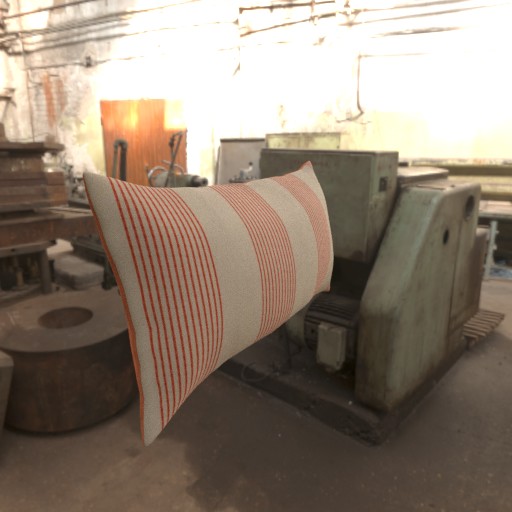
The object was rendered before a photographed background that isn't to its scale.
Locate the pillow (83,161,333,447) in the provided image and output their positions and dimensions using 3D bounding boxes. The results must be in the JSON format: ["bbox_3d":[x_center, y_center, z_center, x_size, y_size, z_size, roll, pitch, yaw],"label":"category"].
[{"bbox_3d":[0.000,0.000,0.716,0.156,0.292,0.608,7,15,27],"label":"pillow"}]
